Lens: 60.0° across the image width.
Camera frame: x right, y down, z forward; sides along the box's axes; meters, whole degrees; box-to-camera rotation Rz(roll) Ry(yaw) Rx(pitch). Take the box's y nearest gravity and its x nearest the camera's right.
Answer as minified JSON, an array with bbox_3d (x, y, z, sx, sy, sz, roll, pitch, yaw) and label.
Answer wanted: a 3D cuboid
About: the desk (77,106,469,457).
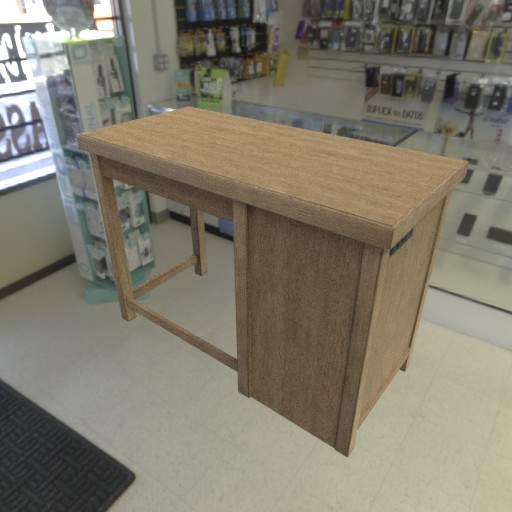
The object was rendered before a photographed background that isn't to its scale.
[{"bbox_3d":[0.000,0.000,1.810,1.289,0.912,0.610,22,37,32],"label":"desk"}]
